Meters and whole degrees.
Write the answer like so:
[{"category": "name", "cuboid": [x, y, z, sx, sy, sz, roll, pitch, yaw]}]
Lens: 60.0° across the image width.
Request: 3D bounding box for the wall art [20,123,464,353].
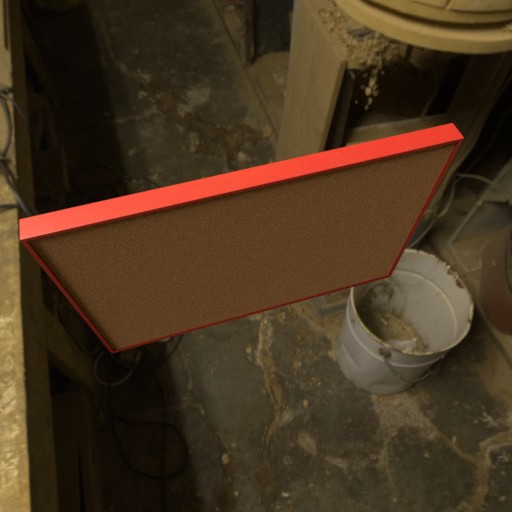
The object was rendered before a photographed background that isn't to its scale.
[{"category": "wall art", "cuboid": [0.000, 0.000, 0.762, 0.607, 0.405, 0.033, -14, 59, -9]}]
